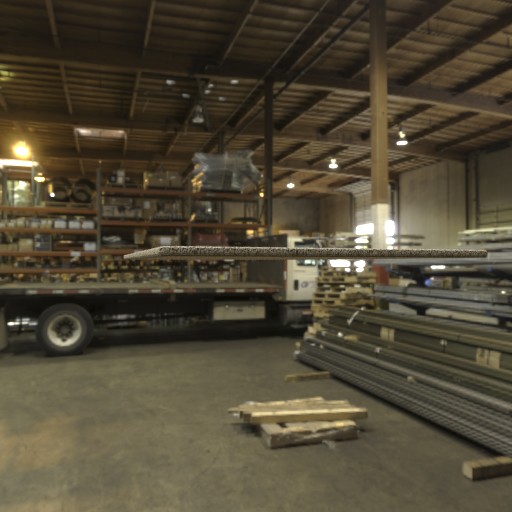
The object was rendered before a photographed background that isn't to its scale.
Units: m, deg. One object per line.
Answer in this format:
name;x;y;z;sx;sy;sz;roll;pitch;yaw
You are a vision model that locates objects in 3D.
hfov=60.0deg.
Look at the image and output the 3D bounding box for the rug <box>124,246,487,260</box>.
rug;0.000;0.000;2.289;1.219;0.030;1.778;0;-1;-20
